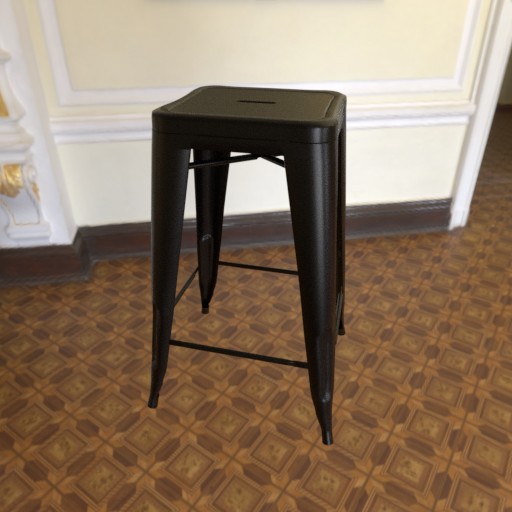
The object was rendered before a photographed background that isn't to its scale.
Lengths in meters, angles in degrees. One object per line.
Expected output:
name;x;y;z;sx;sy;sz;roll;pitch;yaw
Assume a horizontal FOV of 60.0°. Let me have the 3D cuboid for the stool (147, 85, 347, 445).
stool;0.000;0.000;0.902;0.455;0.609;0.423;1;31;2
